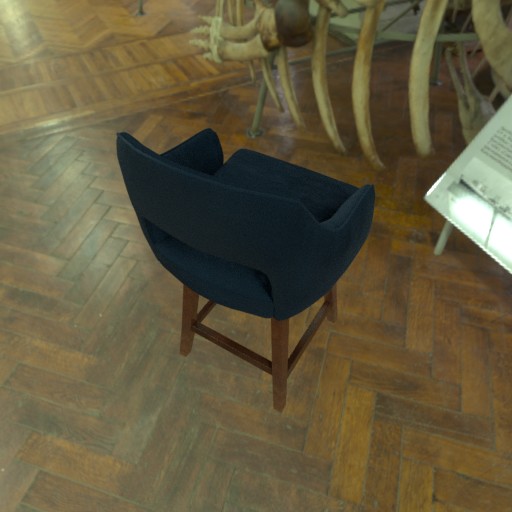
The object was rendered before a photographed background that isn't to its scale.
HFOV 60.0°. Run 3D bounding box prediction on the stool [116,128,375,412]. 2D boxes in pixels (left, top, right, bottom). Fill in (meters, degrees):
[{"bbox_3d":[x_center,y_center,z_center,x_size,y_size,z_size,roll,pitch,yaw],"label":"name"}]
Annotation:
[{"bbox_3d":[0.000,0.000,1.296,0.550,0.940,0.560,24,51,21],"label":"stool"}]
